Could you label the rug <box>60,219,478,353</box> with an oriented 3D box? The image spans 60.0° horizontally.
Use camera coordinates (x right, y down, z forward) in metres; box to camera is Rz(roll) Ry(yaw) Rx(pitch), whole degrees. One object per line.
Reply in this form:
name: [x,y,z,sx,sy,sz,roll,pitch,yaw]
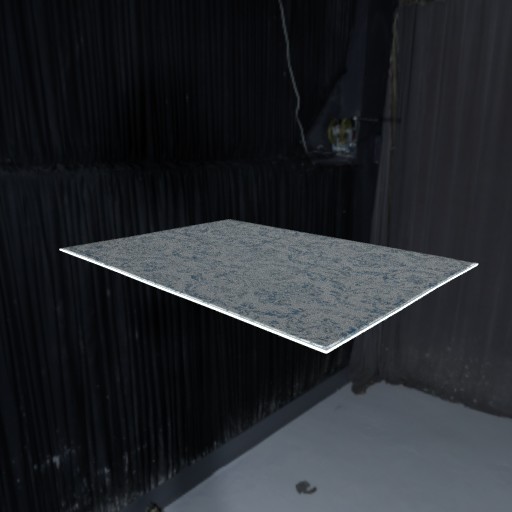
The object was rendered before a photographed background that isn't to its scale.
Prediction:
rug: [0.000,0.000,2.852,2.197,0.014,1.586,14,20,42]
